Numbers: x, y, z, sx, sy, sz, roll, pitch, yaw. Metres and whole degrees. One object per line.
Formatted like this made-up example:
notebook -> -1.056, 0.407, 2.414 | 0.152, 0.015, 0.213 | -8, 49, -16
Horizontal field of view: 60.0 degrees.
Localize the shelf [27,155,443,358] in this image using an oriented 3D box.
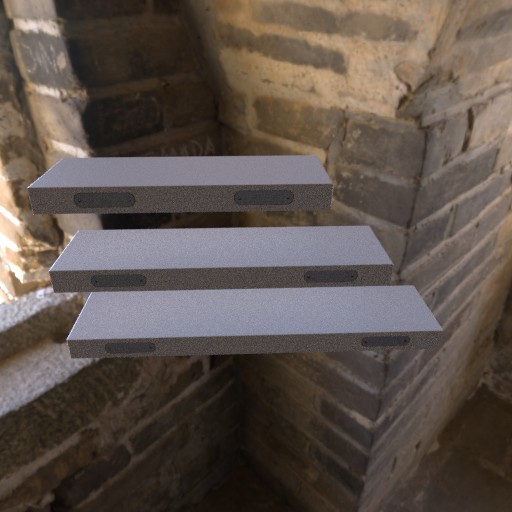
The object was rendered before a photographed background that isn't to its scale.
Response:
shelf -> 0.000, 0.000, 0.725 | 0.610, 0.293, 0.140 | -1, 29, -2
